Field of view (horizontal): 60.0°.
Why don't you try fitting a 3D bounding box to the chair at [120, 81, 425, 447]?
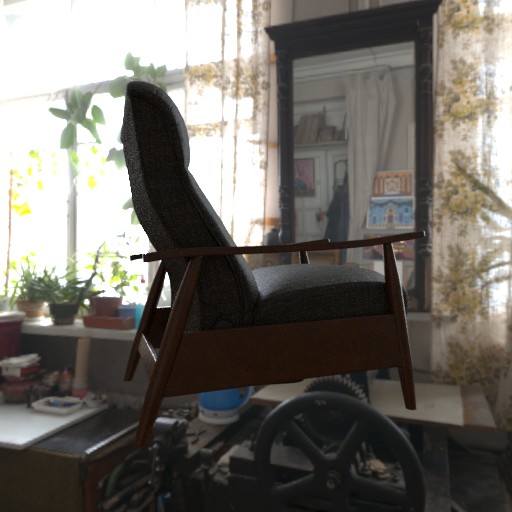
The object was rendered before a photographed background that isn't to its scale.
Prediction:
[{"bbox_3d":[0.000,0.000,1.757,1.014,1.082,0.762,0,0,-19],"label":"chair"}]
